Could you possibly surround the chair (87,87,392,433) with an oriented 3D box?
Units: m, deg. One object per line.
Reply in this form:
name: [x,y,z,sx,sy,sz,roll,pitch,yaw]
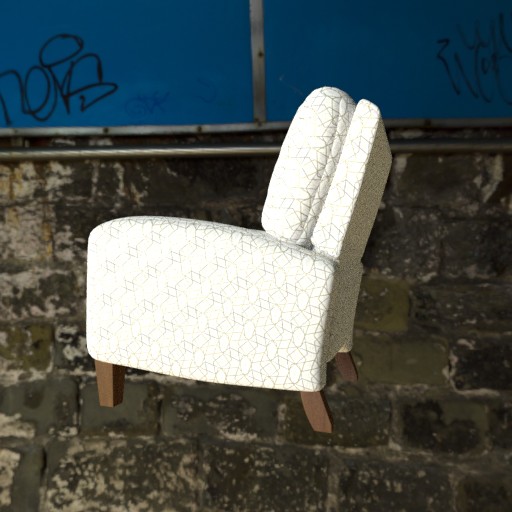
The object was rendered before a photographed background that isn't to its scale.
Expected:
chair: [0.000,0.000,1.748,0.995,1.064,0.796,0,0,20]
